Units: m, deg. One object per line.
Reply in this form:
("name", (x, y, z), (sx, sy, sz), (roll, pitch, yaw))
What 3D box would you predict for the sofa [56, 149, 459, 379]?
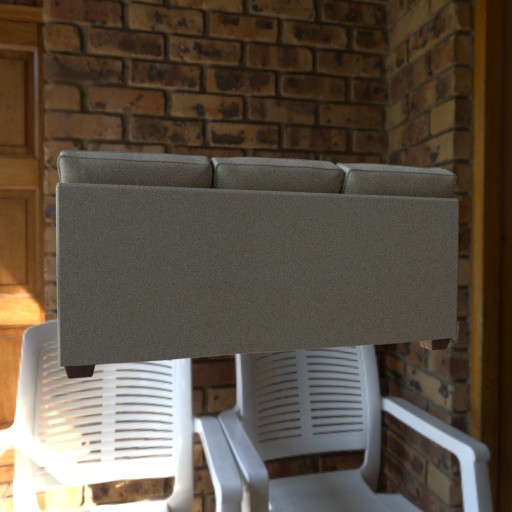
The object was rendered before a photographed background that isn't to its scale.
("sofa", (0.000, 0.000, 2.488), (1.962, 0.973, 1.027), (0, 1, -17))
